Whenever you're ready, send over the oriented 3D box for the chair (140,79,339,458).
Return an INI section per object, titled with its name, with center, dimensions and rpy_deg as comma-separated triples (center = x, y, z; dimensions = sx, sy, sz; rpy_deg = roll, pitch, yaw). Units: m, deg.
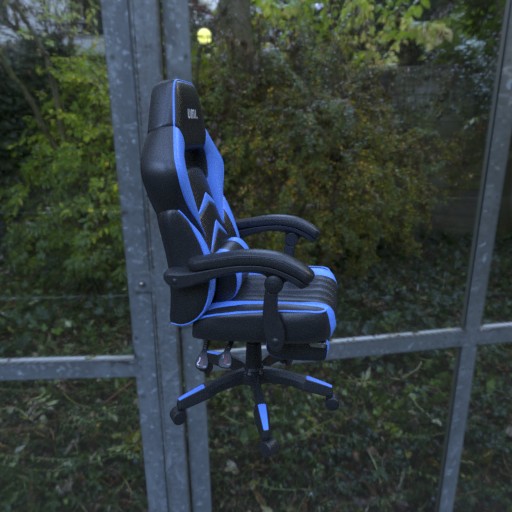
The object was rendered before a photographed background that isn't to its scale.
[chair]
center = 0.000, 0.000, 1.722
dimensions = 0.700, 1.280, 0.700
rpy_deg = 3, 16, 9
